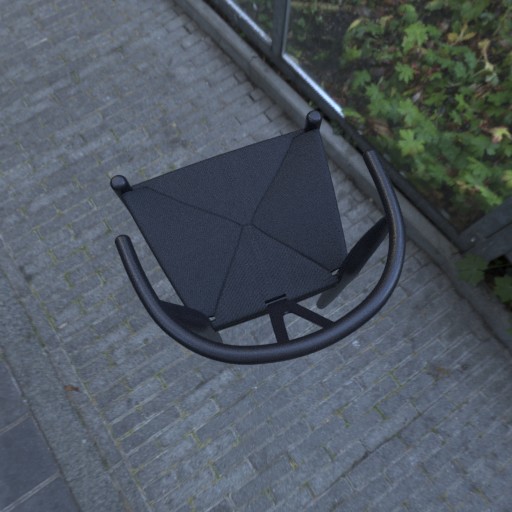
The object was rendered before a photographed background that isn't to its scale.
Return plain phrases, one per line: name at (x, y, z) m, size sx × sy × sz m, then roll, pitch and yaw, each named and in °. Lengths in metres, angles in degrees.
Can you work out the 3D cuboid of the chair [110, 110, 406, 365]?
chair at (0.000, 0.000, 1.154) m, size 0.569 × 0.730 × 0.579 m, roll -20°, pitch 74°, yaw -6°
